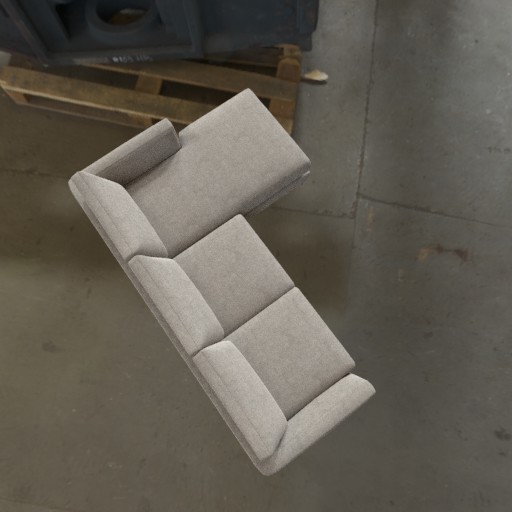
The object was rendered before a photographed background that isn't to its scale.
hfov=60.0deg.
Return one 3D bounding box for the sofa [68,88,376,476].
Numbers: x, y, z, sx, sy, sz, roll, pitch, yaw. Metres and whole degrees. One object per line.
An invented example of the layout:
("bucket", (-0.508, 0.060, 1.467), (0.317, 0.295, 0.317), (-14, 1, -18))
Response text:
("sofa", (0.000, 0.000, 3.220), (1.626, 0.864, 2.438), (-35, 78, -9))
